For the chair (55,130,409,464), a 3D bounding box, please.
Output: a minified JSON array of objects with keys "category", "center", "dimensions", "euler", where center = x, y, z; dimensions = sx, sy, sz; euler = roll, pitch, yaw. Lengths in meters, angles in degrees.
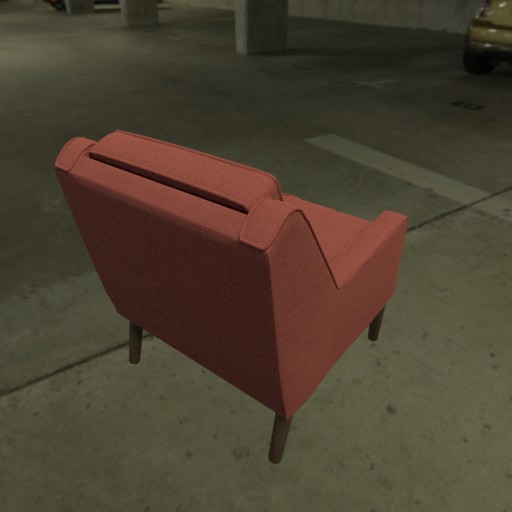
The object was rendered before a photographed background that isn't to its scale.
[{"category":"chair","center":[0.000,0.000,1.347],"dimensions":[0.680,0.812,0.770],"euler":[23,39,31]}]
